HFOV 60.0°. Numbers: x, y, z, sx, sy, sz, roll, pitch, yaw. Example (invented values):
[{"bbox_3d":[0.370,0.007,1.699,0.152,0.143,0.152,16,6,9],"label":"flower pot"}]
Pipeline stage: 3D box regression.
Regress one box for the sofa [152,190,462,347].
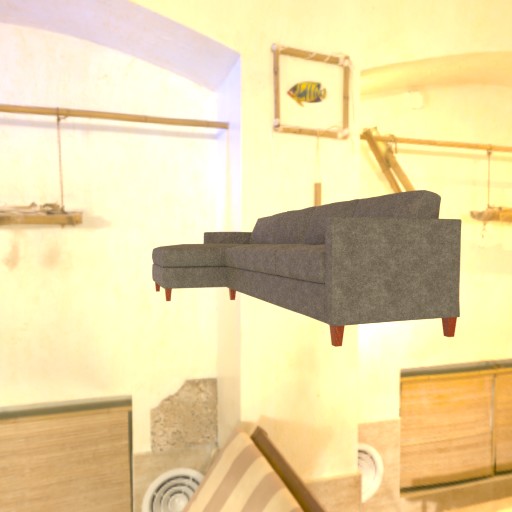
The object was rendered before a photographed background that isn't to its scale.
[{"bbox_3d":[0.000,0.000,4.152,1.606,0.954,3.471,-1,2,-19],"label":"sofa"}]
